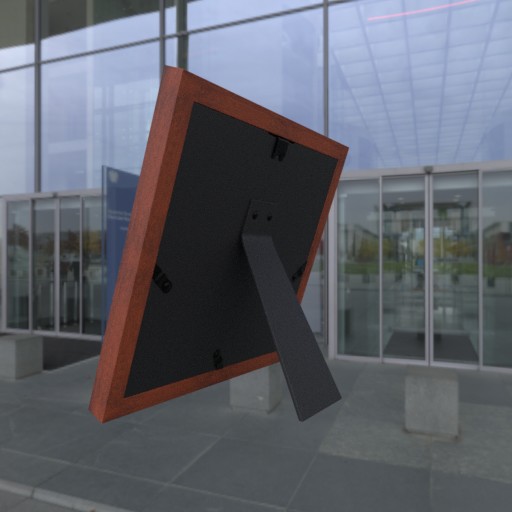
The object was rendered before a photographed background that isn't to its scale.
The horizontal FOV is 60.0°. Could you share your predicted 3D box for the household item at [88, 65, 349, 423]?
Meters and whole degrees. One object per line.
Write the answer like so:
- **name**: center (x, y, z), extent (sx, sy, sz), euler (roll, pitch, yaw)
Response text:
- **household item**: center (0.000, 0.000, 0.385), extent (0.131, 0.240, 0.240), euler (0, 0, 36)
